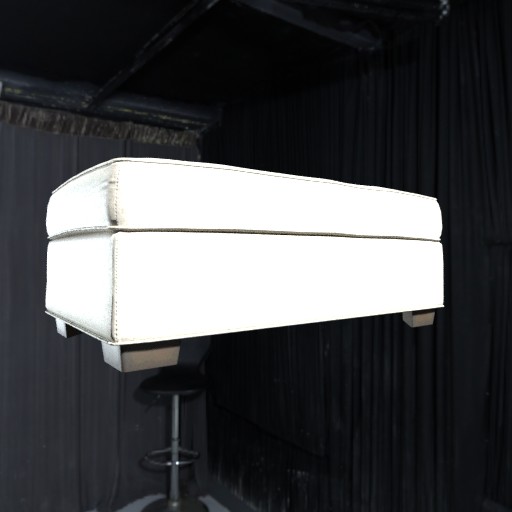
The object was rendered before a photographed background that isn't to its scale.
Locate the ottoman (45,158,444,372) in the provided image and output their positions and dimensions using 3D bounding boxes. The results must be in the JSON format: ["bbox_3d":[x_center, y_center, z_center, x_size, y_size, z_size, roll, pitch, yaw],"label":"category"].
[{"bbox_3d":[0.000,0.000,1.377,1.097,0.448,0.617,0,0,-36],"label":"ottoman"}]
